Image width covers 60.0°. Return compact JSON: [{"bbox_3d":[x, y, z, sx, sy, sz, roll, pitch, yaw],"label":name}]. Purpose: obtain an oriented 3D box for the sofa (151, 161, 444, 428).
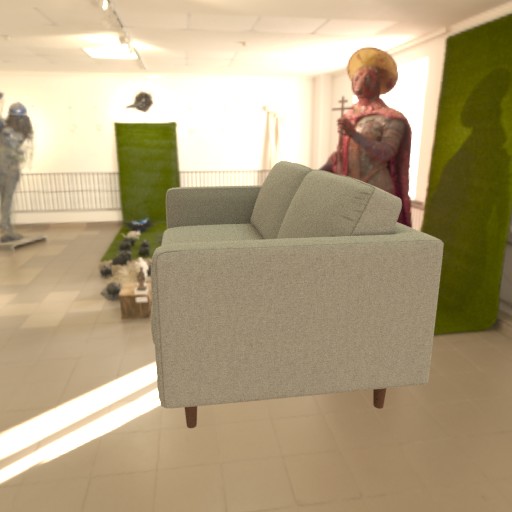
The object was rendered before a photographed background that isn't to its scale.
[{"bbox_3d":[0.000,0.000,2.299,1.000,0.900,1.731,-3,15,-9],"label":"sofa"}]
